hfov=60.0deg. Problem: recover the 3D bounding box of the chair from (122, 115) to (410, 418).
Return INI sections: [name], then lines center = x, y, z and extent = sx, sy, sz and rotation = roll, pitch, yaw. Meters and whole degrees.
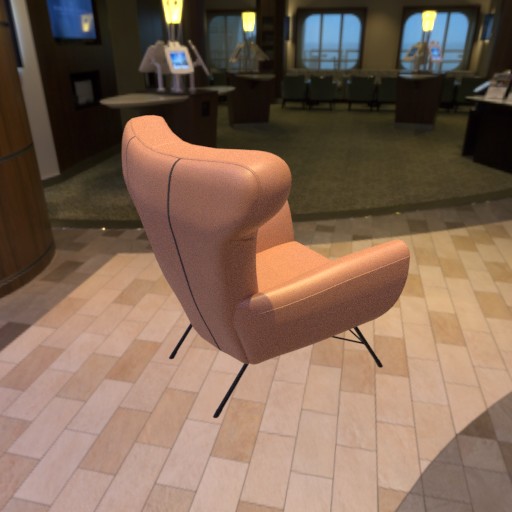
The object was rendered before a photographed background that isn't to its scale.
[chair]
center = 0.000, 0.000, 1.810
extent = 0.900, 1.050, 0.980
rotation = -16, 30, -30
